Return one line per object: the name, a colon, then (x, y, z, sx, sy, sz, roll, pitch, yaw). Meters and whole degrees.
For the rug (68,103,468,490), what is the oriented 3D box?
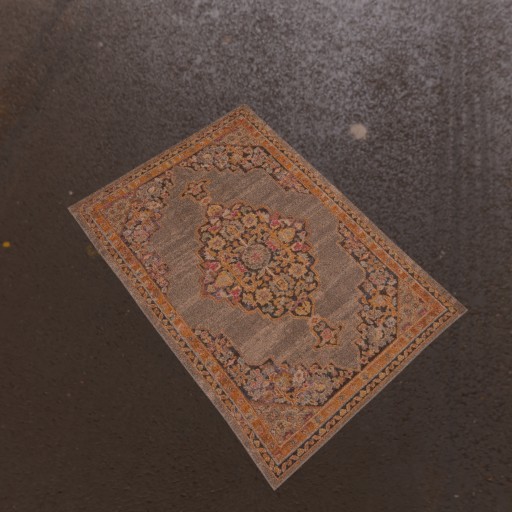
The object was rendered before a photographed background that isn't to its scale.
rug: (0.000, 0.000, 3.776, 2.043, 0.026, 2.901, -36, 69, -16)
